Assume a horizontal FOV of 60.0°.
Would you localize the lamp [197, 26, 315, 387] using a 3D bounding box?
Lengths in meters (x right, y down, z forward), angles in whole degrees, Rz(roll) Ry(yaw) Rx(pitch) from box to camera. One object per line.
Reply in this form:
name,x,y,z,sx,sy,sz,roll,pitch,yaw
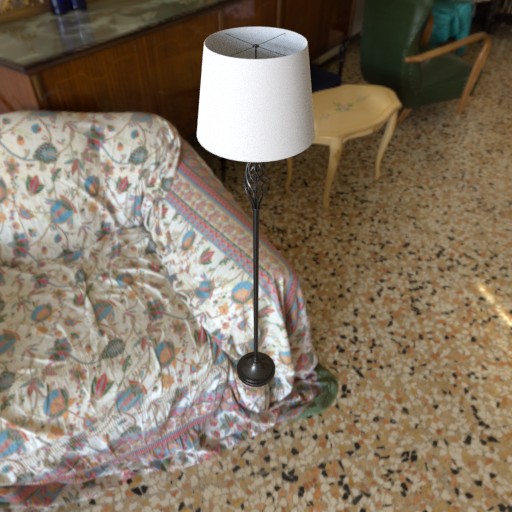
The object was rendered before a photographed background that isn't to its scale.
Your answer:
lamp,0.000,0.000,1.787,0.379,1.623,0.379,0,42,0
